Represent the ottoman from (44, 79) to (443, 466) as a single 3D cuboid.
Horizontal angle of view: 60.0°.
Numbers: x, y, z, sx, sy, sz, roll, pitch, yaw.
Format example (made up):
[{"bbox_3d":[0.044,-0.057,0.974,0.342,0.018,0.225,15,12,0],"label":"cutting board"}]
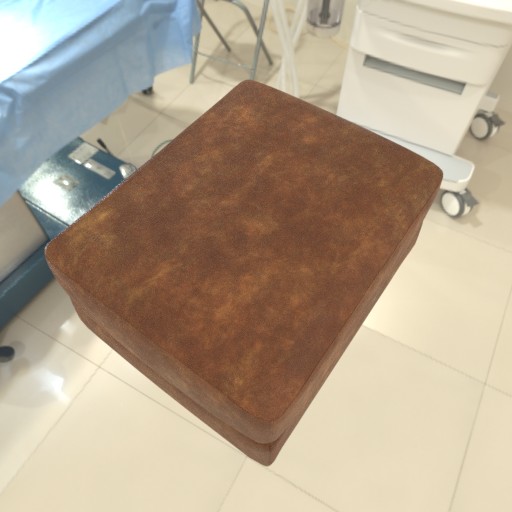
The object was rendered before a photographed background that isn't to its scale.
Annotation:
[{"bbox_3d":[0.000,0.000,1.111,0.603,0.476,0.751,31,62,19],"label":"ottoman"}]
